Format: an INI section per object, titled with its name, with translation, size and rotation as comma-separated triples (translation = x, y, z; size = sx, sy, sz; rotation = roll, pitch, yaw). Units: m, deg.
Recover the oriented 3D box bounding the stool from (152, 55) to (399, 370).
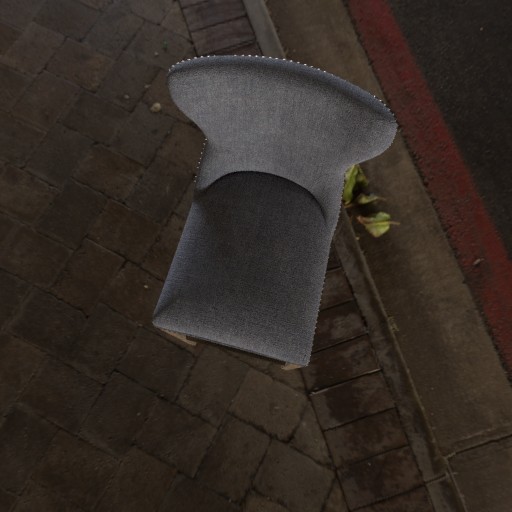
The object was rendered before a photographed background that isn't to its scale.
[stool]
translation = 0.000, 0.000, 1.380
size = 0.494, 1.123, 0.606
rotation = 14, 76, 4
